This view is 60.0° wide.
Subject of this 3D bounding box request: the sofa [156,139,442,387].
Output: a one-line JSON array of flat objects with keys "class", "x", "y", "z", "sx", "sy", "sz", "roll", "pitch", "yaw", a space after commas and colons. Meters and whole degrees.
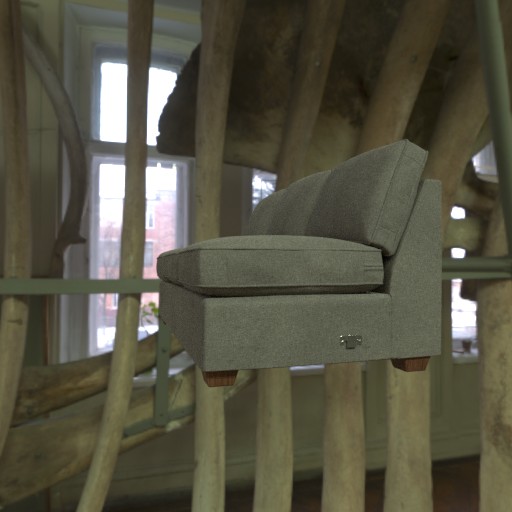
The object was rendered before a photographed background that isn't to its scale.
[{"class": "sofa", "x": 0.000, "y": 0.000, "z": 2.596, "sx": 1.027, "sy": 0.973, "sz": 1.962, "roll": 0, "pitch": -1, "yaw": -17}]
